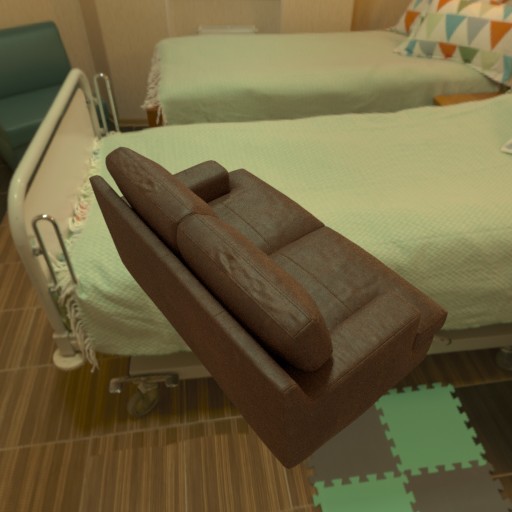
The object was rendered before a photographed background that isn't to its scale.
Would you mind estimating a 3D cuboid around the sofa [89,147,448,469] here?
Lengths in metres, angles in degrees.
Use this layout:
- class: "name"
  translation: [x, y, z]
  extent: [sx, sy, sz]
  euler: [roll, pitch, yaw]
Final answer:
- class: "sofa"
  translation: [0.000, 0.000, 2.521]
  extent: [1.143, 0.939, 1.880]
  euler: [-27, 48, -27]
